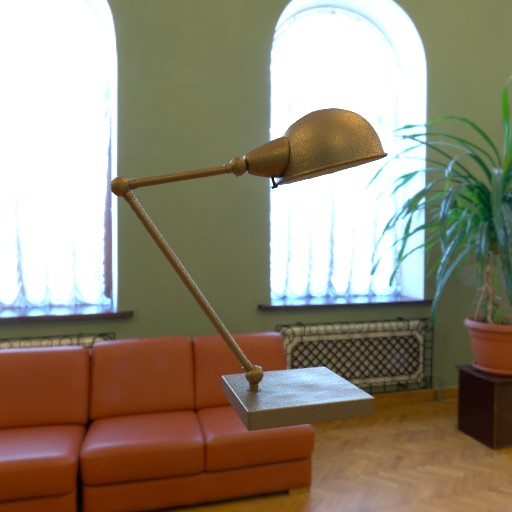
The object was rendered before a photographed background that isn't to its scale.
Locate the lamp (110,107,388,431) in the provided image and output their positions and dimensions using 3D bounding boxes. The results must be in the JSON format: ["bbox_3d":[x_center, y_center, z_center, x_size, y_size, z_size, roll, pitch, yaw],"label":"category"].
[{"bbox_3d":[0.000,0.000,0.544,0.339,0.371,0.149,0,2,-16],"label":"lamp"}]
